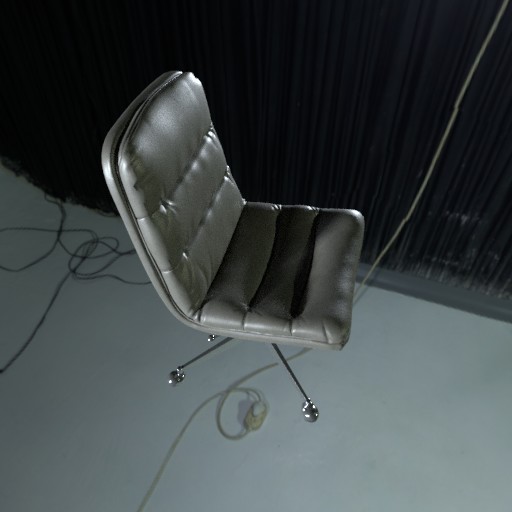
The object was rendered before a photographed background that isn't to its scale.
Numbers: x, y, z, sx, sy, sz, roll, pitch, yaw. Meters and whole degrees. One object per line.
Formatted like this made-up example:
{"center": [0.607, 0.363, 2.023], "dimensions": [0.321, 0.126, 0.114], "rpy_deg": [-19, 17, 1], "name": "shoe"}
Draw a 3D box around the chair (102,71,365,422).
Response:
{"center": [0.000, 0.000, 1.055], "dimensions": [0.485, 0.738, 0.422], "rpy_deg": [11, 47, 10], "name": "chair"}
